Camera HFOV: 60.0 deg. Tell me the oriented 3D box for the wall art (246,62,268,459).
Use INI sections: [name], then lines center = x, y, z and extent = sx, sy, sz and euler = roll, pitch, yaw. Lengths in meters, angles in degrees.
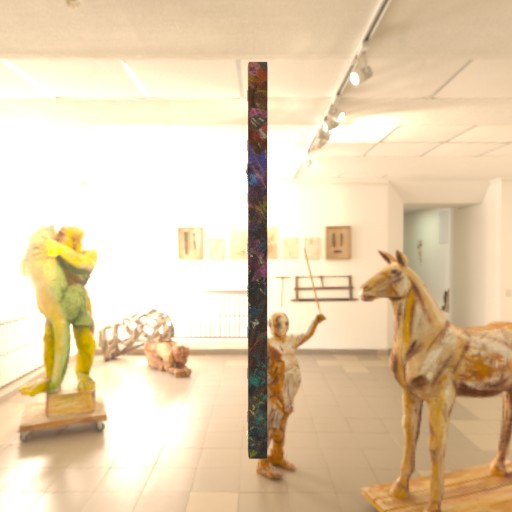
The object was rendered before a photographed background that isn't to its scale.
[wall art]
center = 0.000, 0.000, 1.414
extent = 0.042, 0.760, 1.136
euler = 0, 1, 0
